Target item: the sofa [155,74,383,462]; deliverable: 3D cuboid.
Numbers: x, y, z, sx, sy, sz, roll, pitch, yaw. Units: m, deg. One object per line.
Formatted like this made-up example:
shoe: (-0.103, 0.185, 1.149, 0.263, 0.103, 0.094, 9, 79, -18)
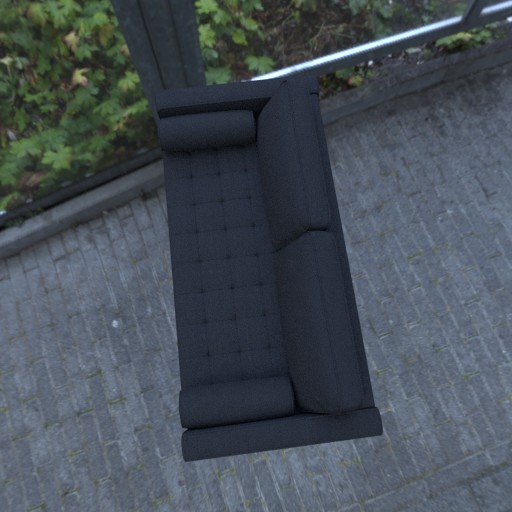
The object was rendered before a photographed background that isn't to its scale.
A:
sofa: (0.000, 0.000, 2.355, 0.914, 0.759, 1.875, -7, 75, -2)
